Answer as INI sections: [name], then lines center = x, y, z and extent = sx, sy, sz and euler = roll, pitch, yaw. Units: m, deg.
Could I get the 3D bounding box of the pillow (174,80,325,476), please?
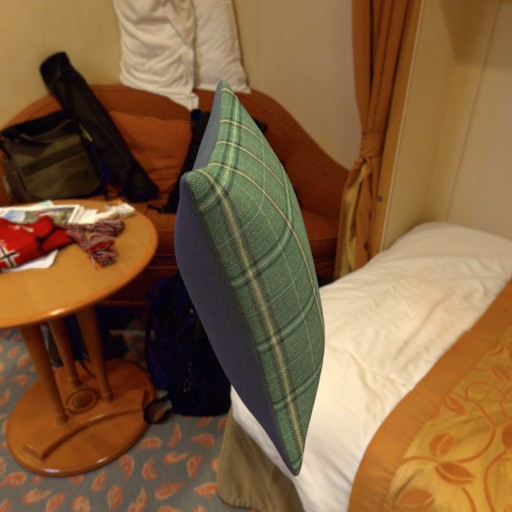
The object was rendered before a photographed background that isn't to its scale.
[pillow]
center = 0.000, 0.000, 0.672
extent = 0.200, 0.430, 0.453
euler = 0, 31, 0
